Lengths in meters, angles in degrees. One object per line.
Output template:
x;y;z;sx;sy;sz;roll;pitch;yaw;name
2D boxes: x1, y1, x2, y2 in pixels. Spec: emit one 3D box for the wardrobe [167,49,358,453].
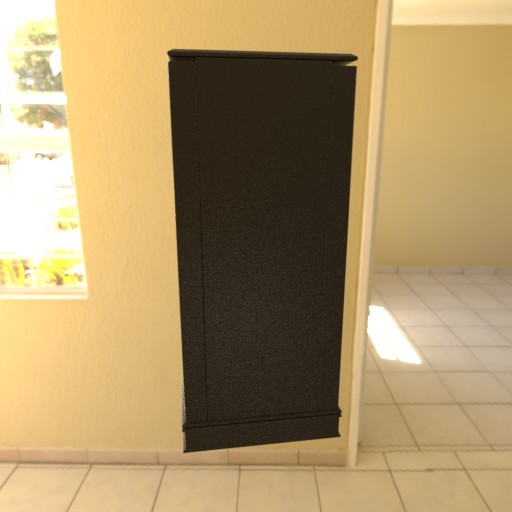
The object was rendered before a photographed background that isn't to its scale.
0.000;0.000;1.242;0.444;1.011;0.295;-2;15;-8;wardrobe
